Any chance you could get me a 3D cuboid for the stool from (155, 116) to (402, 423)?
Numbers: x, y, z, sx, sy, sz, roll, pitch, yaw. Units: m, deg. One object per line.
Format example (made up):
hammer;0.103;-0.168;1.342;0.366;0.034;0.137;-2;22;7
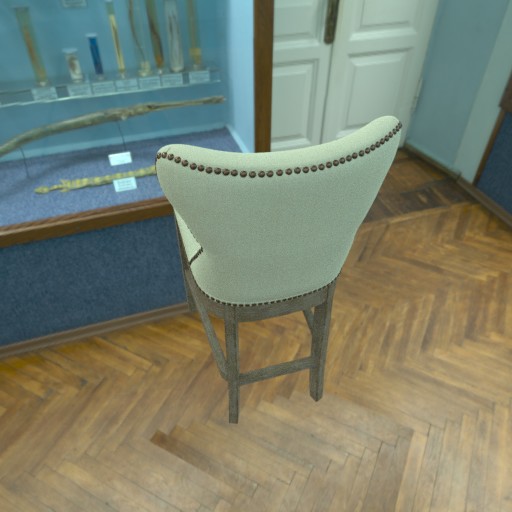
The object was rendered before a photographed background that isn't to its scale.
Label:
stool;0.000;0.000;1.301;0.498;0.981;0.608;-11;43;-12
